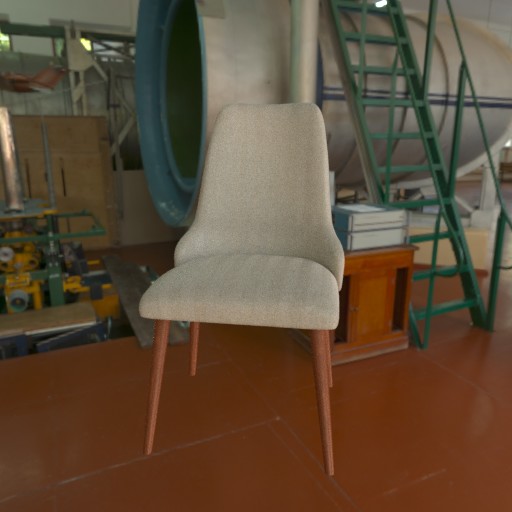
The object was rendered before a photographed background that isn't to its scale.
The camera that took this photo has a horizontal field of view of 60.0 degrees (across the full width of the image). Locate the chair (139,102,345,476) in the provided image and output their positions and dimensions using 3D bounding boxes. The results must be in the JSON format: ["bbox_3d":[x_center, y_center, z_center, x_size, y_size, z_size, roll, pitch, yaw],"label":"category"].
[{"bbox_3d":[0.000,0.000,1.332,0.526,0.917,0.684,2,15,9],"label":"chair"}]
